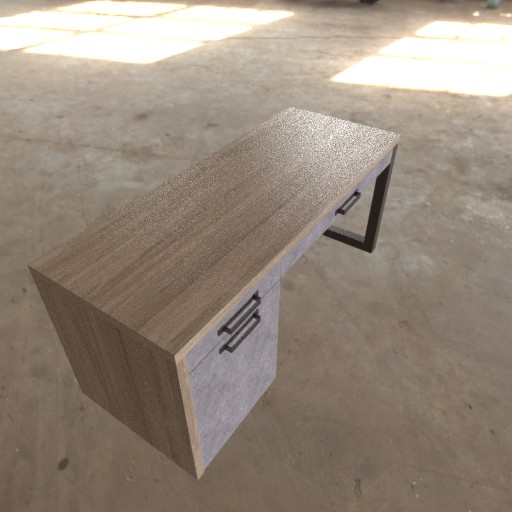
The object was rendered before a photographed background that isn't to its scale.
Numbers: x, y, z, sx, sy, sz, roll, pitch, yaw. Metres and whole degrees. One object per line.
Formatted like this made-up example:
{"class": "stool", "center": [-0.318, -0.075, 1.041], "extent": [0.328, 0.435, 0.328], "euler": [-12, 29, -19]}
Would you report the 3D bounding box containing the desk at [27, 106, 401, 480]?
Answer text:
{"class": "desk", "center": [0.000, 0.000, 2.114], "extent": [0.690, 0.760, 1.700], "euler": [24, 45, 26]}
